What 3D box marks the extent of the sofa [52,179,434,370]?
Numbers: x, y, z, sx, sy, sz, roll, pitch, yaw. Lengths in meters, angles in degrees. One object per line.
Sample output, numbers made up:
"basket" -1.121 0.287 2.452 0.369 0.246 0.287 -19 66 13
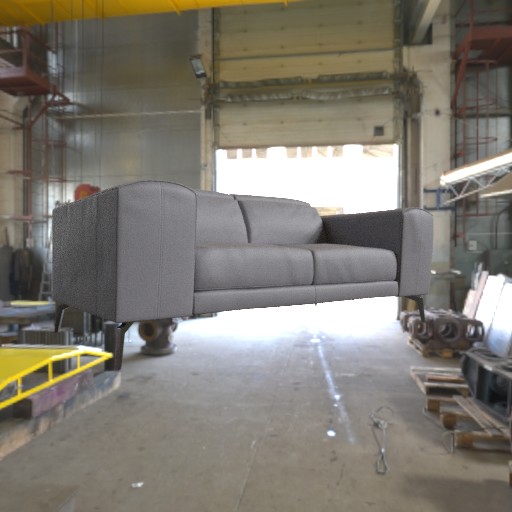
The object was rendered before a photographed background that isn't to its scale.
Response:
"sofa" 0.000 0.000 2.419 1.895 0.779 1.003 0 0 -36
